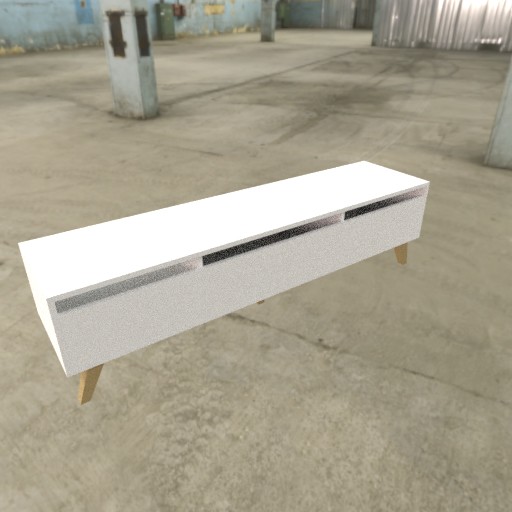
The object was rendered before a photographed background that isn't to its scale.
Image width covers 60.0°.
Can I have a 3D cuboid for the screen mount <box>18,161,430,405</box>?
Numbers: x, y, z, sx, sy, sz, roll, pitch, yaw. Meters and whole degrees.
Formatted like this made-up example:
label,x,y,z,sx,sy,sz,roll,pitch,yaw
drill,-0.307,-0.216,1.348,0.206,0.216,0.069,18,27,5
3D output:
label,x,y,z,sx,sy,sz,roll,pitch,yaw
screen mount,0.000,0.000,1.841,1.644,0.432,0.399,-18,34,-30
